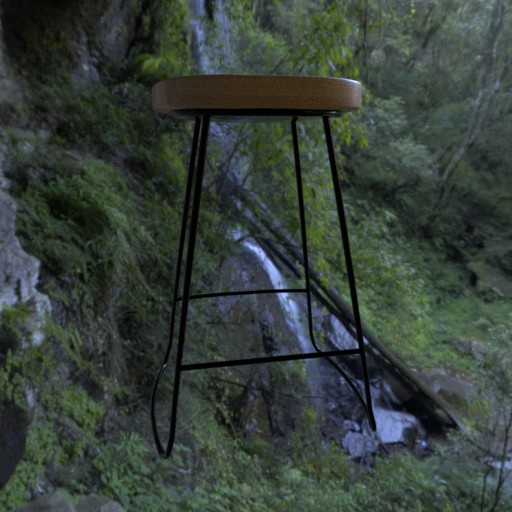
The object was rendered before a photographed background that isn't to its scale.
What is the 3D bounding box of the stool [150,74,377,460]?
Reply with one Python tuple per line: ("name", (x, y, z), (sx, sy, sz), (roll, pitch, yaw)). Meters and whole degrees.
("stool", (0.000, 0.000, 0.945), (0.480, 0.679, 0.401), (-3, 16, -11))
